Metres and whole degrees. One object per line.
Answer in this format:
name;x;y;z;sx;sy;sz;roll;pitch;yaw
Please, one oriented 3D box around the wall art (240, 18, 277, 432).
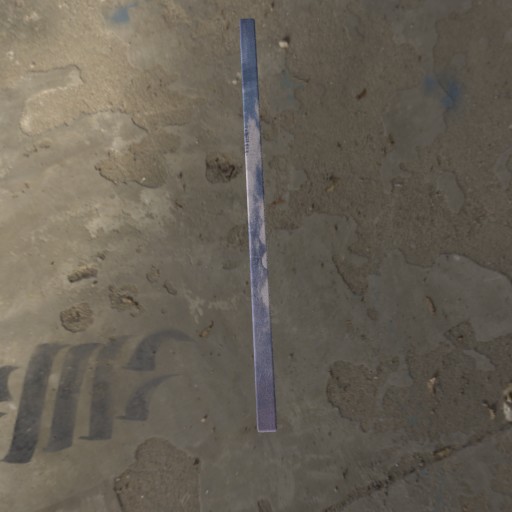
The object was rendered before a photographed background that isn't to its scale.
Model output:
wall art;0.000;0.000;1.332;0.035;0.897;0.888;-3;75;-1
